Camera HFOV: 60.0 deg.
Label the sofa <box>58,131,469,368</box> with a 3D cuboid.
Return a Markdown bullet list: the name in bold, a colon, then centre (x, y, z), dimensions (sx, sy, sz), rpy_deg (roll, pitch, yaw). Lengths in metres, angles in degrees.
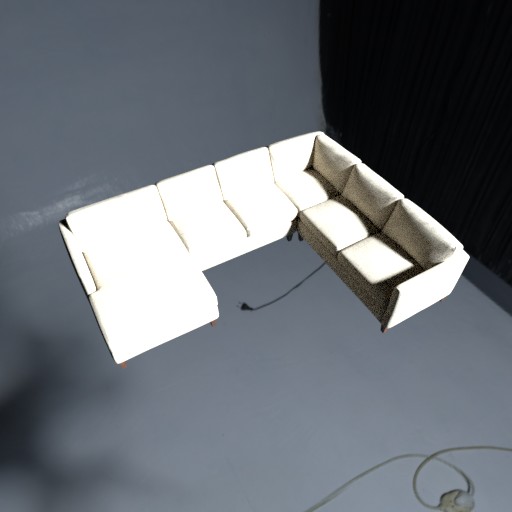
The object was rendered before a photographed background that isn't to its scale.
- **sofa**: centre (0.000, 0.000, 4.725), dimensions (3.460, 0.959, 2.593), rpy_deg (-23, 51, -20)
